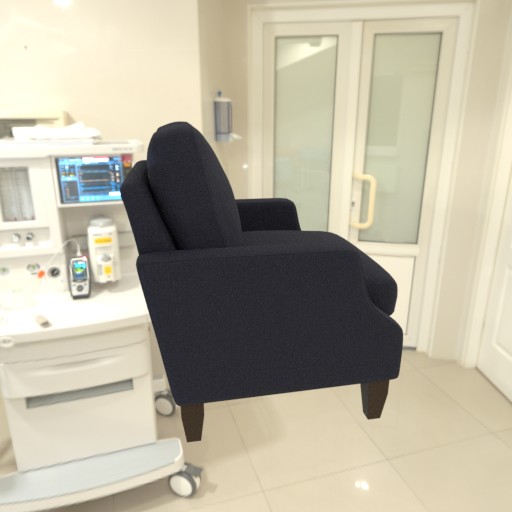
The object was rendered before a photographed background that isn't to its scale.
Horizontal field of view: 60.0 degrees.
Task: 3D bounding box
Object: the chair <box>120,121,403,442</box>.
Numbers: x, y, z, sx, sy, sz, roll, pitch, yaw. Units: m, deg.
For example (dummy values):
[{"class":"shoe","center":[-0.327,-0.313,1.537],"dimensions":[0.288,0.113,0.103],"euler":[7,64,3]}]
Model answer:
[{"class":"chair","center":[0.000,0.000,1.708],"dimensions":[0.897,0.991,0.855],"euler":[-3,18,-10]}]
